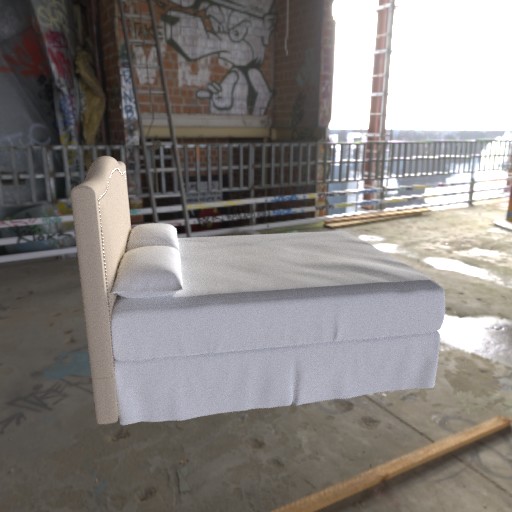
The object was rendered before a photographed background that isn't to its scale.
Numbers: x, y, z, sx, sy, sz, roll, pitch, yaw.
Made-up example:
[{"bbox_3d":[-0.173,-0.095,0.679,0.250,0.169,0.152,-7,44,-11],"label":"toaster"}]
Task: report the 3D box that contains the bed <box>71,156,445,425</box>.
[{"bbox_3d":[0.000,0.000,3.266,2.143,1.460,1.753,-3,16,-11],"label":"bed"}]
